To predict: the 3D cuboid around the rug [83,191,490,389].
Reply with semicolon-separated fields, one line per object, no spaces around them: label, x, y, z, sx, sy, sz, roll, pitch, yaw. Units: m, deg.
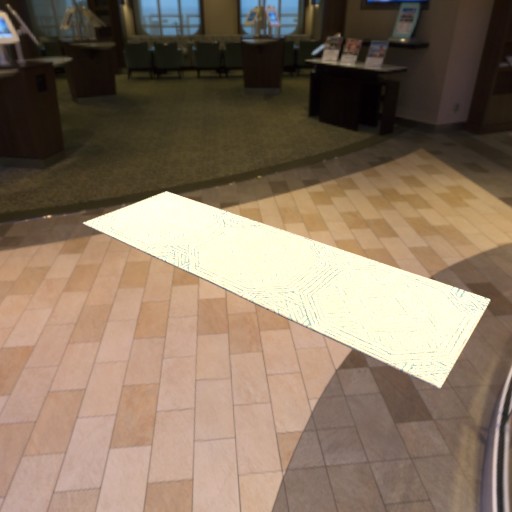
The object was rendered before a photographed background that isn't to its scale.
rug;0.000;0.000;2.665;2.452;0.012;0.775;21;36;33
